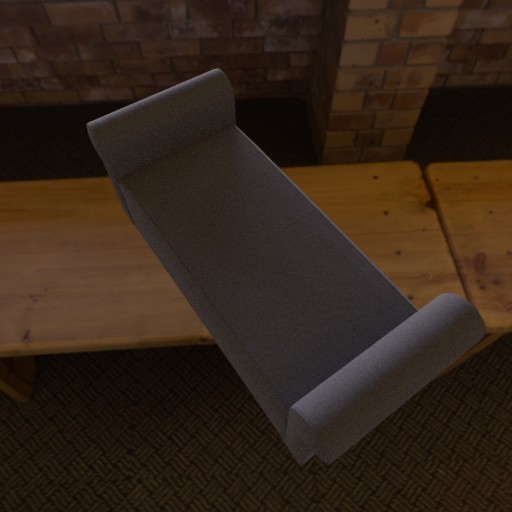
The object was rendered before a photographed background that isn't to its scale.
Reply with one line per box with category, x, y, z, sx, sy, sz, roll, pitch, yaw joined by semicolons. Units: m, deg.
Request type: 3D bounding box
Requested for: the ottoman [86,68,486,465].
ottoman;0.000;0.000;1.474;0.521;0.547;1.256;-31;63;-18
